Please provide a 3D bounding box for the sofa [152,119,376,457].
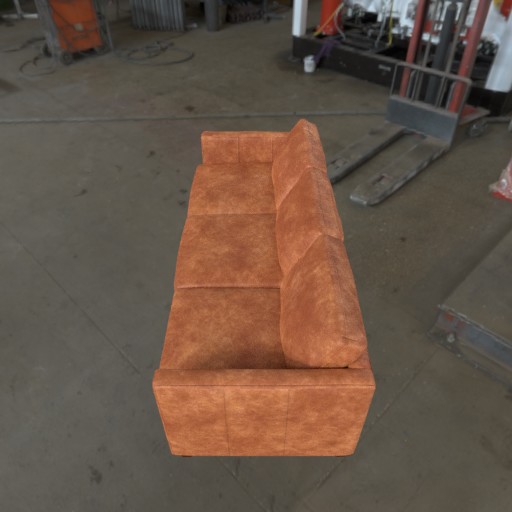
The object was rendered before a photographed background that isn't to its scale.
[{"bbox_3d":[0.000,0.000,3.022,1.045,1.006,2.464,0,41,0],"label":"sofa"}]
